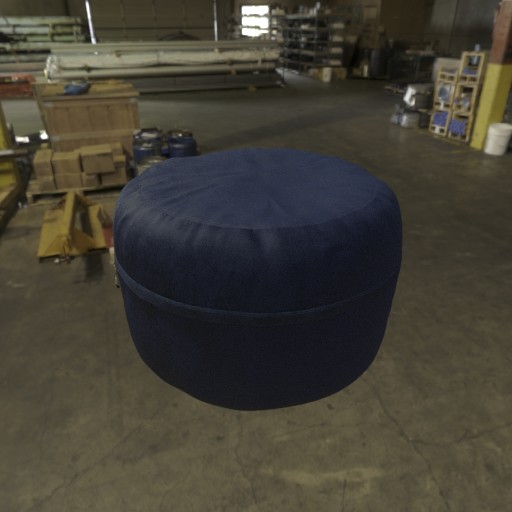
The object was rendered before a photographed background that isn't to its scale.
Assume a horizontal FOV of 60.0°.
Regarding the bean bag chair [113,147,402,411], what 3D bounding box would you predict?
[{"bbox_3d":[0.000,0.000,1.980,1.219,0.762,1.219,0,28,0],"label":"bean bag chair"}]
